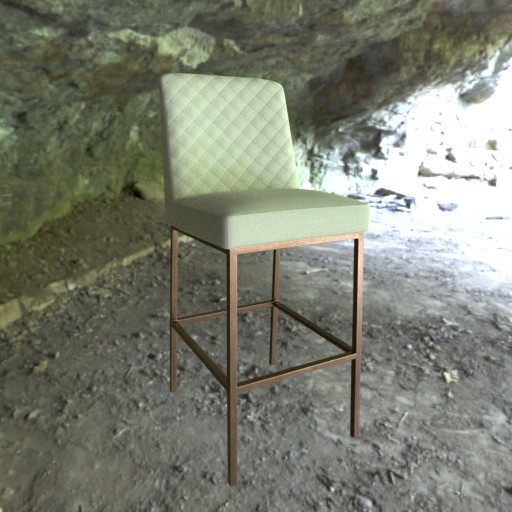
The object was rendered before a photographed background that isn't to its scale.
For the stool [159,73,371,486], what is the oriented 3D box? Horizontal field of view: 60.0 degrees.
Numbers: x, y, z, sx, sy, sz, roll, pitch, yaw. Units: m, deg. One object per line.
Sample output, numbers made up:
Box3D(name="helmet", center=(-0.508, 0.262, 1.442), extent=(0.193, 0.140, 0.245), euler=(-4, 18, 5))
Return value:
Box3D(name="stool", center=(0.000, 0.000, 1.358), extent=(0.462, 1.084, 0.546), euler=(-8, 17, -27))
